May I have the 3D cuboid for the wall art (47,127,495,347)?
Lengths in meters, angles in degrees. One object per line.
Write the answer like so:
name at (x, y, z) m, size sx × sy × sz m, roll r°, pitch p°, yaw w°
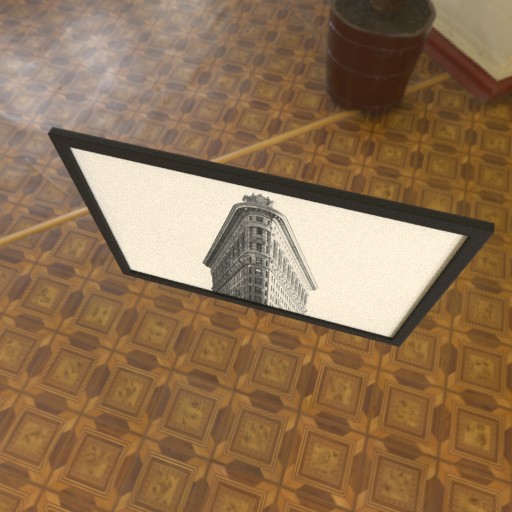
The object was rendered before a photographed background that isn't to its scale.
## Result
wall art at (0.000, 0.000, 1.212) m, size 0.964 × 0.659 × 0.049 m, roll 15°, pitch 60°, yaw 9°
